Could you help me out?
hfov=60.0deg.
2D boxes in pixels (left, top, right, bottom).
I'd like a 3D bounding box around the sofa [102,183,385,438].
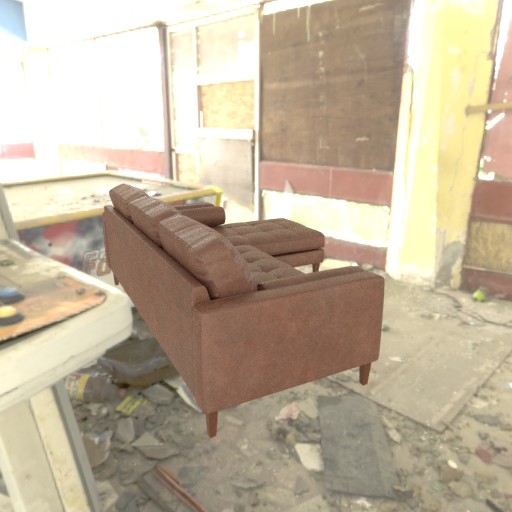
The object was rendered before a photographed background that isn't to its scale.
[{"bbox_3d":[0.000,0.000,2.967,1.613,0.841,2.185,-9,19,-26],"label":"sofa"}]
